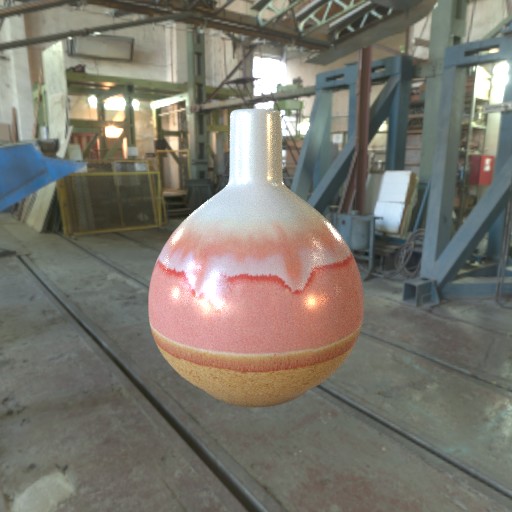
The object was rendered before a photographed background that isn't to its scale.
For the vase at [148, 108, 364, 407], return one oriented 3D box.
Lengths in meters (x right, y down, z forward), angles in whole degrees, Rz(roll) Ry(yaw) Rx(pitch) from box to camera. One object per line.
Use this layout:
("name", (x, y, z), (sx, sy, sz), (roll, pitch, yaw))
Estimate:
("vase", (0.000, 0.000, 0.282), (0.137, 0.176, 0.137), (0, 13, 0))
